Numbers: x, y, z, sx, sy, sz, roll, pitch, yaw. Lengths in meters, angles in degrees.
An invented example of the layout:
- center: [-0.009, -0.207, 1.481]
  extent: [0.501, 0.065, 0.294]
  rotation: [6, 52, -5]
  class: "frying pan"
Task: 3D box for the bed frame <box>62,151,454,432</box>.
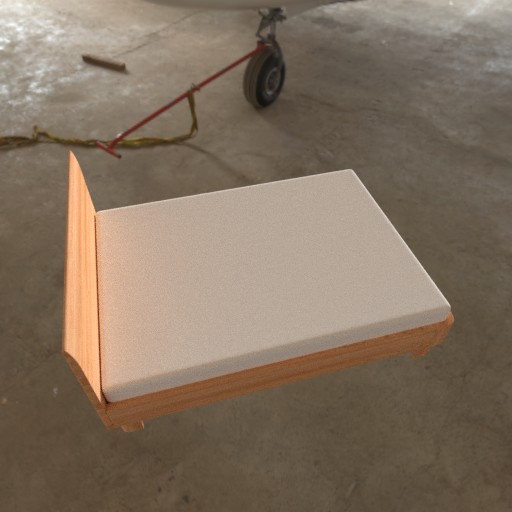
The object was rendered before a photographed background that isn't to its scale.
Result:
- center: [0.000, 0.000, 2.756]
  extent: [1.992, 0.940, 1.472]
  rotation: [-11, 47, -11]
  class: "bed frame"
